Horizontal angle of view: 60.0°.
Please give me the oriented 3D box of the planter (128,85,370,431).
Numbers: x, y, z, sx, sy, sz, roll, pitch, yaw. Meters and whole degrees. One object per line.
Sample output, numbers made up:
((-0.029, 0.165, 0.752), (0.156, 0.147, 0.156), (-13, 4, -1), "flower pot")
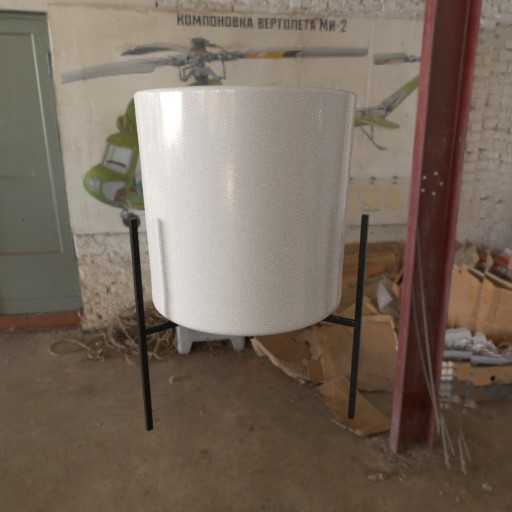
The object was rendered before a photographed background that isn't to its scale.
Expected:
((0.000, 0.000, 0.625), (0.308, 0.431, 0.307), (8, 19, 26), "planter")
